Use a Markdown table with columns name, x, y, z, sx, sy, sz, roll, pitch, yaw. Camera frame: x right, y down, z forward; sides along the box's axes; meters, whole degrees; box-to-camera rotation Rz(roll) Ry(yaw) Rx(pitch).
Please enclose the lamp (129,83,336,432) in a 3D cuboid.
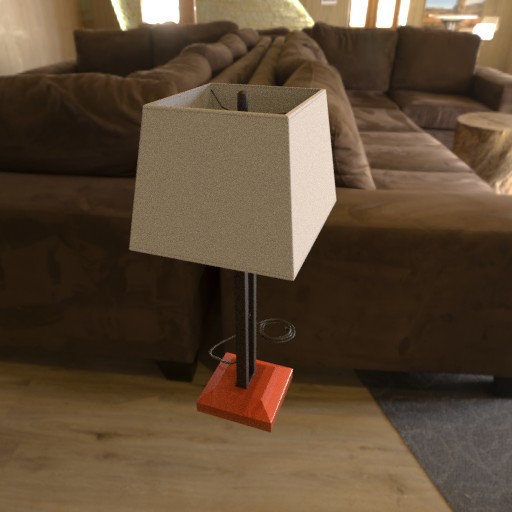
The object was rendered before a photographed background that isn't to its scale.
| name | x | y | z | sx | sy | sz | roll | pitch | yaw |
| --- | --- | --- | --- | --- | --- | --- | --- | --- | --- |
| lamp | 0.000 | 0.000 | 1.014 | 0.310 | 0.737 | 0.498 | 10 | 31 | 17 |
